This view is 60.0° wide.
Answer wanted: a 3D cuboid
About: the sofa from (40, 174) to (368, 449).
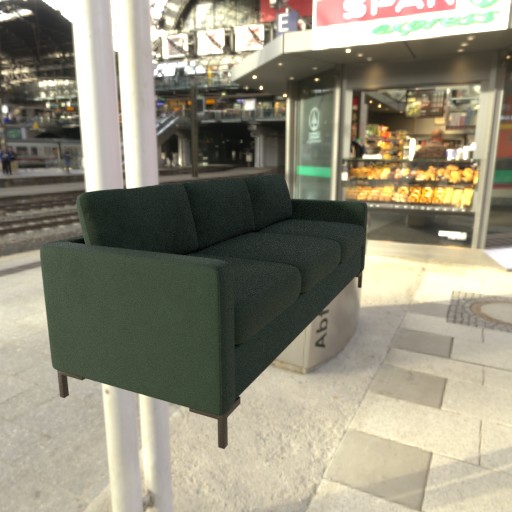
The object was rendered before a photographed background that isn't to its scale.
[{"bbox_3d":[0.000,0.000,2.583,0.859,0.870,2.218,6,14,25],"label":"sofa"}]
